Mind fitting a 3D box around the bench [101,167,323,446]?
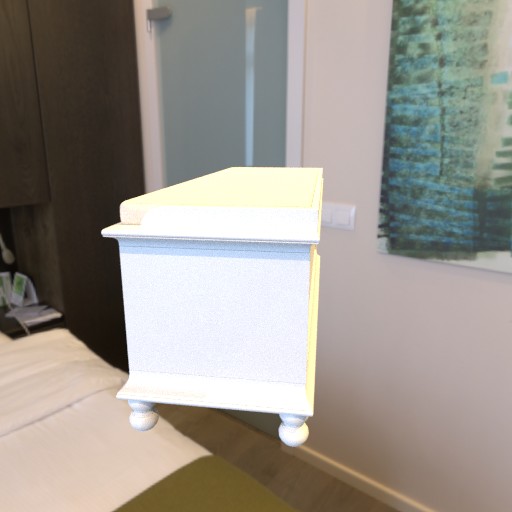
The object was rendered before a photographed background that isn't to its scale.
[{"bbox_3d":[0.000,0.000,1.409,0.402,0.486,1.185,2,15,8],"label":"bench"}]
